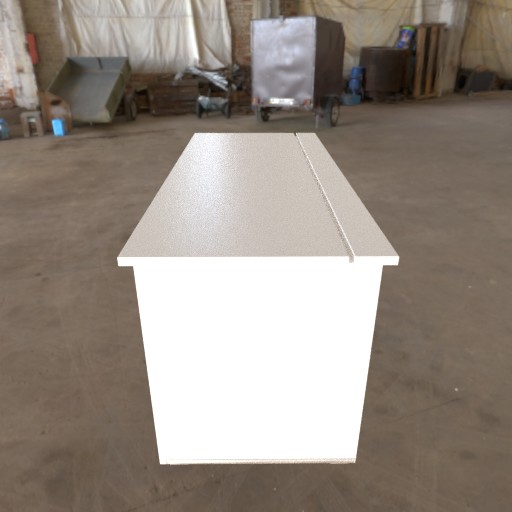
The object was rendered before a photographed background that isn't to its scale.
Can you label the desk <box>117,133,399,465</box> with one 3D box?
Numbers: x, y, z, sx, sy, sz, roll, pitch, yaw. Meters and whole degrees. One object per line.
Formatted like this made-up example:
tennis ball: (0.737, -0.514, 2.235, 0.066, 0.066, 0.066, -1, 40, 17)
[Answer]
desk: (0.000, 0.000, 1.928, 0.670, 0.760, 1.580, 0, 26, 0)
